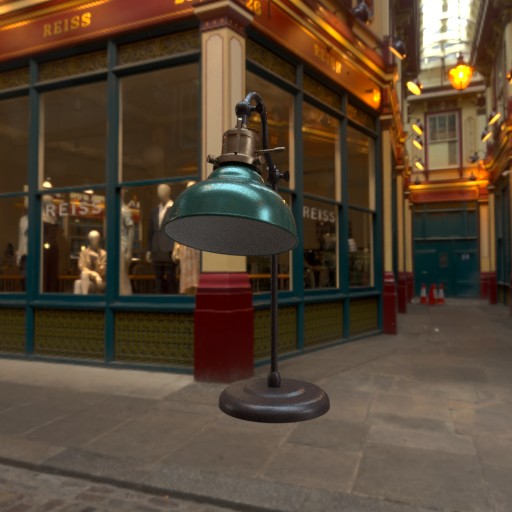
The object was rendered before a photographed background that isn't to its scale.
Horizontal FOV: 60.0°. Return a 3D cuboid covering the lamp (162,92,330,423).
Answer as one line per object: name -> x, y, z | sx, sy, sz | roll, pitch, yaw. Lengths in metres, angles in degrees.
lamp -> 0.000, 0.000, 0.687 | 0.192, 0.508, 0.374 | 0, -1, 20
